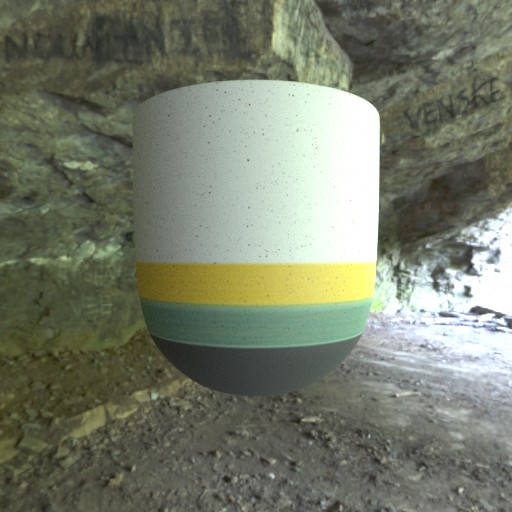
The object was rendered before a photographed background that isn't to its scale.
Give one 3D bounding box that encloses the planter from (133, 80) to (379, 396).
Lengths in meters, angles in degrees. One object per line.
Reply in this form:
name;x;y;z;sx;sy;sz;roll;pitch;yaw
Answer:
planter;0.000;0.000;0.364;0.195;0.214;0.195;0;0;0
